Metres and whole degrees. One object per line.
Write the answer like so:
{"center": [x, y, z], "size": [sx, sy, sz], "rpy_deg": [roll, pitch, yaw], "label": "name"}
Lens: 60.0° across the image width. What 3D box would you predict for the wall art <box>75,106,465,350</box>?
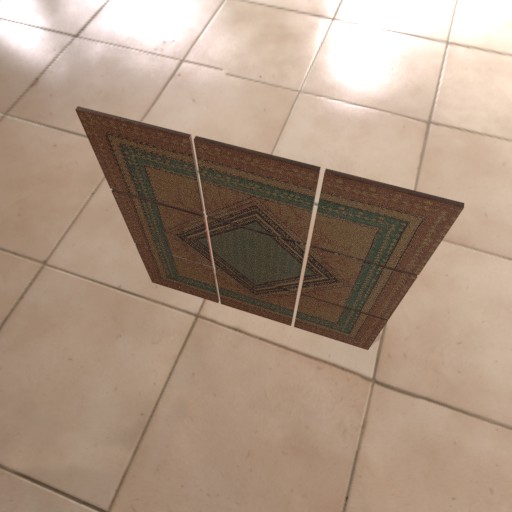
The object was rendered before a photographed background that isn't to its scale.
{"center": [0.000, 0.000, 1.390], "size": [0.915, 0.914, 0.013], "rpy_deg": [16, 61, 9], "label": "wall art"}
